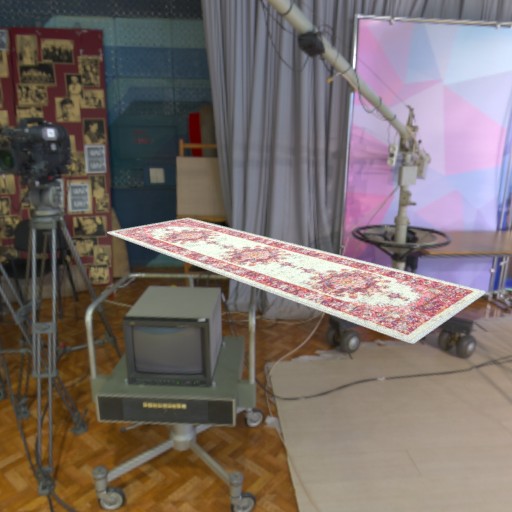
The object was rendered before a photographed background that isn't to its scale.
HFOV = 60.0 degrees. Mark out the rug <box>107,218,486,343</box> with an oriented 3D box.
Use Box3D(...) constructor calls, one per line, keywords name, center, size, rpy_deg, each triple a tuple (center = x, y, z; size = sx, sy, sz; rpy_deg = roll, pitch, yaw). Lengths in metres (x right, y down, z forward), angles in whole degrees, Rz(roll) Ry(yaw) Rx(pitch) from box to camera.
Box3D(name="rug", center=(0.000, 0.000, 2.047), size=(0.562, 0.009, 1.824), rpy_deg=(-16, 23, -42))
